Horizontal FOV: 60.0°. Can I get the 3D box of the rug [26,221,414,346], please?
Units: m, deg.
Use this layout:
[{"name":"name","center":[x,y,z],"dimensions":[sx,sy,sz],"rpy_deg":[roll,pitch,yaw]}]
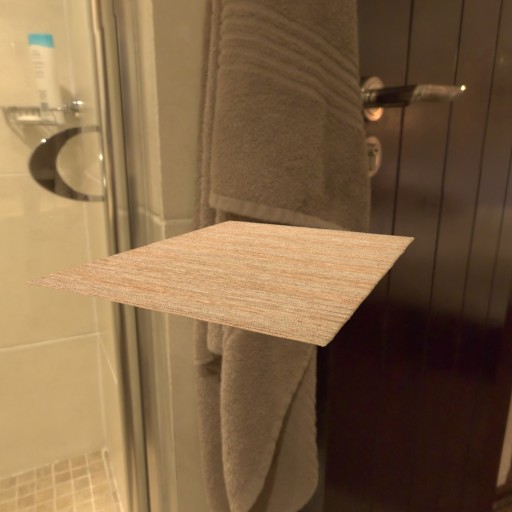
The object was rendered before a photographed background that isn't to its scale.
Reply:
[{"name":"rug","center":[0.000,0.000,3.988],"dimensions":[2.313,0.009,2.939],"rpy_deg":[7,16,26]}]
